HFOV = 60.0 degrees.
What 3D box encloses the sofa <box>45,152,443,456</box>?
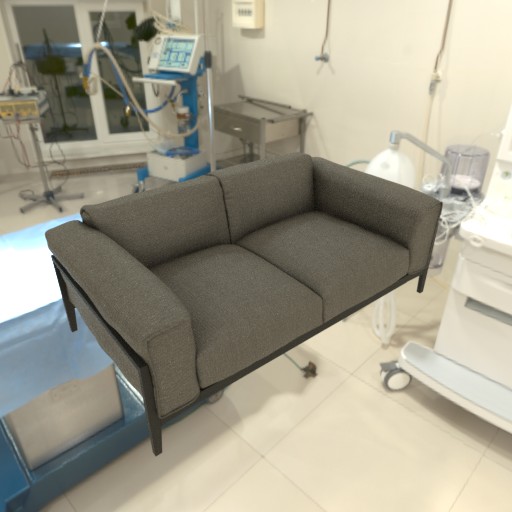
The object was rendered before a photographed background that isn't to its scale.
[{"bbox_3d":[0.000,0.000,2.199,1.690,0.656,0.960,-22,37,-33],"label":"sofa"}]
